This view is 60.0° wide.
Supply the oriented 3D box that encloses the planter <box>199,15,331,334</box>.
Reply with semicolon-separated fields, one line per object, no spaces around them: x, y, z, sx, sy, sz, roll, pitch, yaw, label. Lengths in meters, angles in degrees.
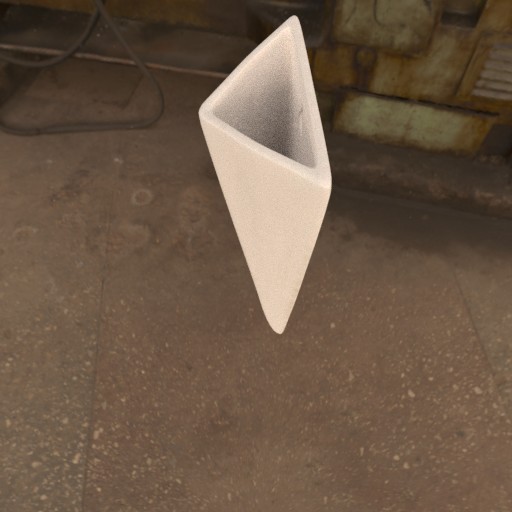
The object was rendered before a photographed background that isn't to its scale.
0.000;0.000;0.382;0.065;0.338;0.143;-3;58;-2;planter
